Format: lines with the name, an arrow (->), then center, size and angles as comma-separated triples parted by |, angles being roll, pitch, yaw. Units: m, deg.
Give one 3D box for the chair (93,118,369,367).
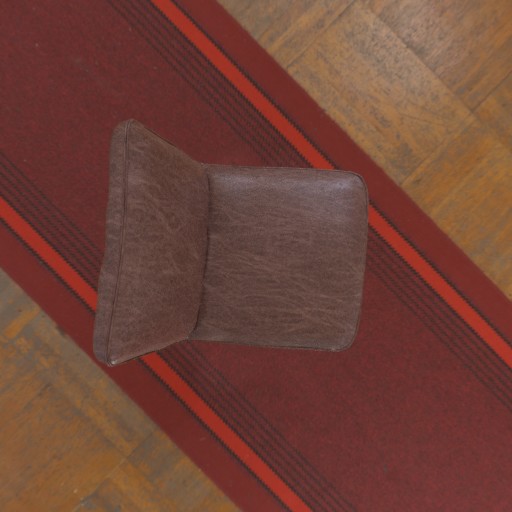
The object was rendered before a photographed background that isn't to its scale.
chair -> 0.000, 0.000, 1.242 | 0.645, 0.803, 0.543 | 0, 89, -1
